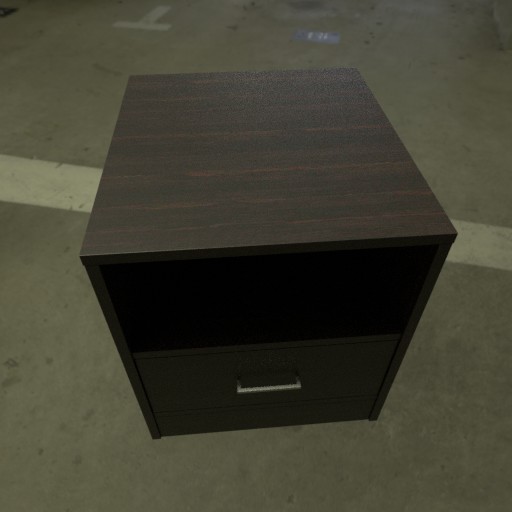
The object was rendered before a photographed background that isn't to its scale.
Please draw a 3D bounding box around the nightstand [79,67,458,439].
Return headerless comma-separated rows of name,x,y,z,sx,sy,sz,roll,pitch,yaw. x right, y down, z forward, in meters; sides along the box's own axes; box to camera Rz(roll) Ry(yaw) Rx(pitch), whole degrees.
nightstand,0.000,0.000,0.779,0.400,0.460,0.461,-3,45,-3
